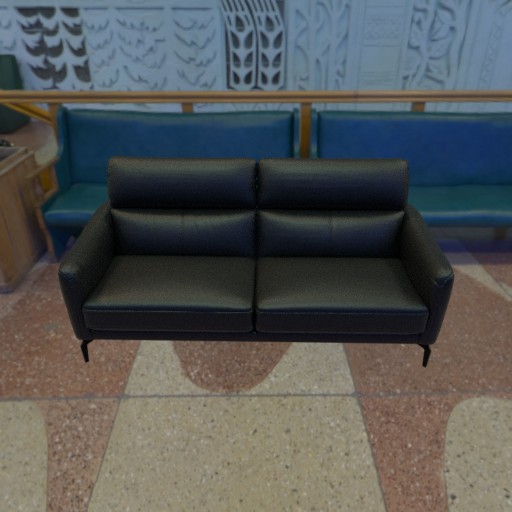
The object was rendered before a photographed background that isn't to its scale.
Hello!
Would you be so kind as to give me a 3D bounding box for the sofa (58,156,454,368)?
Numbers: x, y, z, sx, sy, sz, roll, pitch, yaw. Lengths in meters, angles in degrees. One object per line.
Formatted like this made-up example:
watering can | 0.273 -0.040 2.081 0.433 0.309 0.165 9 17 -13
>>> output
sofa | 0.000 0.000 2.611 2.069 0.957 0.856 1 30 1
